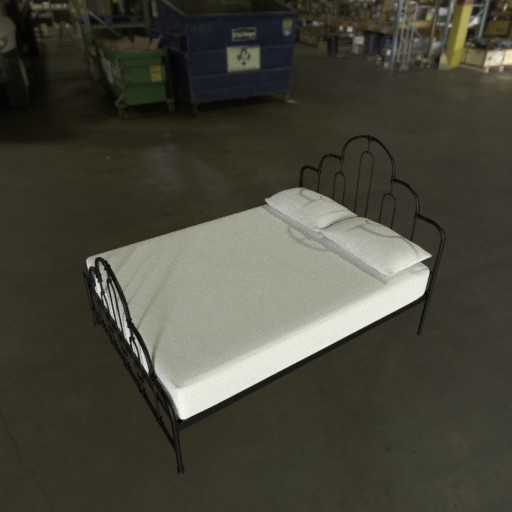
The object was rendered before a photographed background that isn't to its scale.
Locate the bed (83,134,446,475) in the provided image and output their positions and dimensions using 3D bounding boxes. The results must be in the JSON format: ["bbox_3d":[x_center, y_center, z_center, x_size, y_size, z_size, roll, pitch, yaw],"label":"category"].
[{"bbox_3d":[0.000,0.000,3.292,2.181,1.444,1.626,-20,37,-29],"label":"bed"}]
